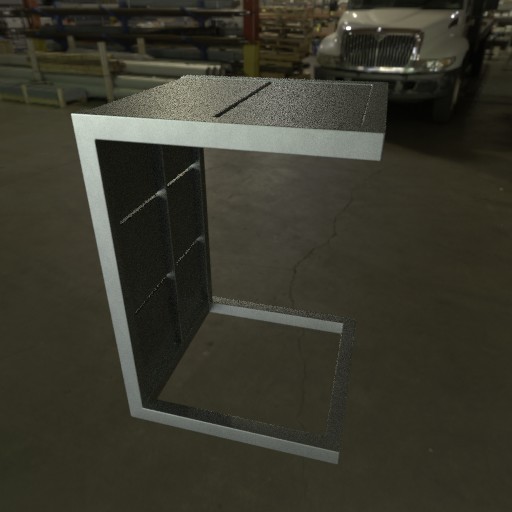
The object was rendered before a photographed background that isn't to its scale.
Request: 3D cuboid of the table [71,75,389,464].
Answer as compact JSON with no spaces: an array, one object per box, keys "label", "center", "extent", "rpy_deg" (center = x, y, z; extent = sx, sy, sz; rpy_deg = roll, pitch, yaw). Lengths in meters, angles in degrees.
[{"label":"table","center":[0.000,0.000,0.881],"extent":[0.420,0.609,0.405],"rpy_deg":[8,30,13]}]
